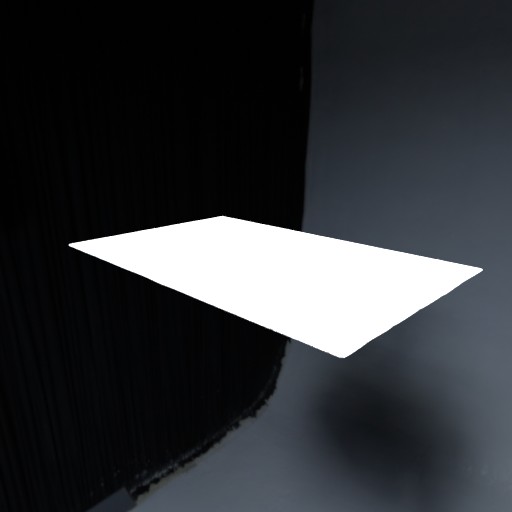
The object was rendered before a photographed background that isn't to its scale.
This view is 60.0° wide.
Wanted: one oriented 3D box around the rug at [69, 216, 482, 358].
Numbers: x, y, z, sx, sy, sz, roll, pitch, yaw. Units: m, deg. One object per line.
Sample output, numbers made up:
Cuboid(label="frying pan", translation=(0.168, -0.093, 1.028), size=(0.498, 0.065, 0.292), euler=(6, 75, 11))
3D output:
Cuboid(label="rug", translation=(0.000, 0.000, 3.034), size=(2.442, 0.010, 1.546), euler=(15, 22, 42))
